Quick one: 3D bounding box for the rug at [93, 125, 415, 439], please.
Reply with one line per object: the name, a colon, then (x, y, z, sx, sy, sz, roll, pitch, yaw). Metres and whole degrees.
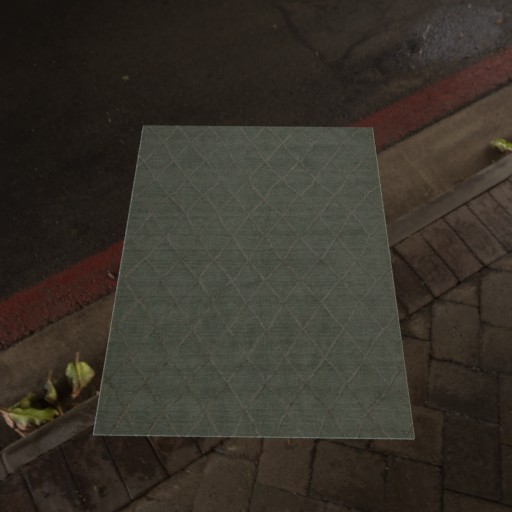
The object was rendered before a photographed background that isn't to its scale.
rug: (0.000, 0.000, 4.004, 2.420, 0.019, 3.039, 1, 64, 0)
